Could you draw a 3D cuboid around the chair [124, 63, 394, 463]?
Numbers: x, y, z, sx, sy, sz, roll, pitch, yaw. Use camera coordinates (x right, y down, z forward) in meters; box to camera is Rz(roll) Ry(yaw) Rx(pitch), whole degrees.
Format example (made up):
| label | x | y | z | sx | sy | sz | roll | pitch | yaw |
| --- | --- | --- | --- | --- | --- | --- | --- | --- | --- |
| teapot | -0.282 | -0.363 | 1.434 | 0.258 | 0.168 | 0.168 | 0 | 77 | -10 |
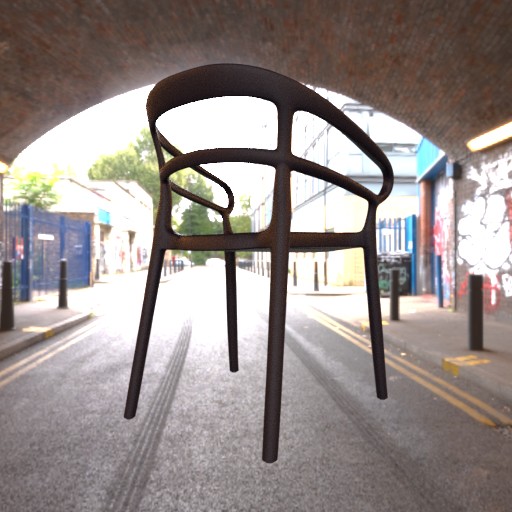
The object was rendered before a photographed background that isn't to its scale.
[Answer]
| label | x | y | z | sx | sy | sz | roll | pitch | yaw |
| --- | --- | --- | --- | --- | --- | --- | --- | --- | --- |
| chair | 0.000 | 0.000 | 1.126 | 0.559 | 0.761 | 0.527 | 0 | 0 | 34 |
